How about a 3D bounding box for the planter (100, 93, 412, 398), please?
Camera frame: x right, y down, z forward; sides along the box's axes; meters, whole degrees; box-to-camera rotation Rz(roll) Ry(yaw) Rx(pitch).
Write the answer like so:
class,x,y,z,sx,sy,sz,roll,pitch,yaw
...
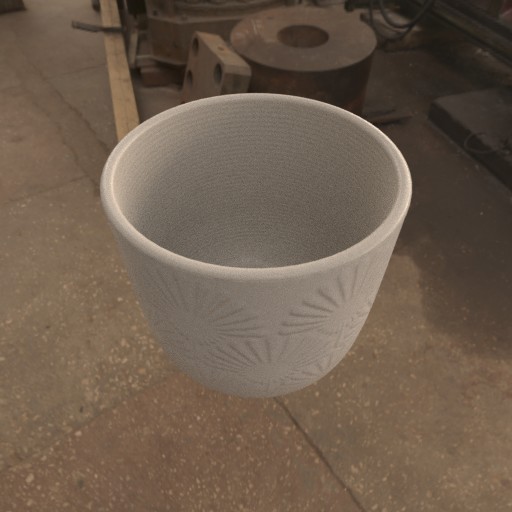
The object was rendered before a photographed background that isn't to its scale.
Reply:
class,x,y,z,sx,sy,sz,roll,pitch,yaw
planter,0.000,0.000,0.219,0.124,0.109,0.124,0,46,0
